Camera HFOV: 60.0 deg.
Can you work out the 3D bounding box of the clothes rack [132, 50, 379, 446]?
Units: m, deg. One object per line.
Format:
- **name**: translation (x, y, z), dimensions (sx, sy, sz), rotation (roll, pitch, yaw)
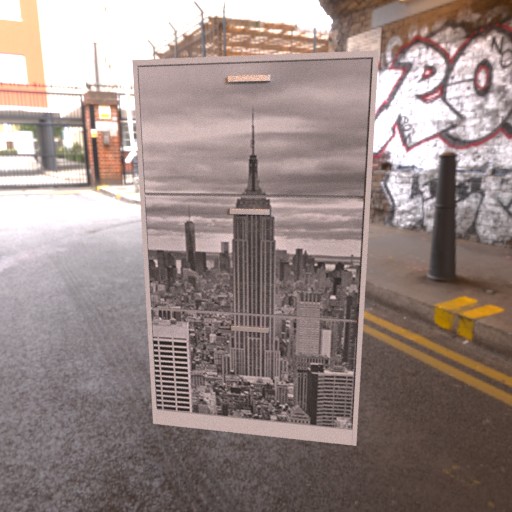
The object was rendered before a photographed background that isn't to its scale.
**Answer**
- **clothes rack**: translation (0.000, 0.000, 1.574), dimensions (0.750, 1.280, 0.250), rotation (2, 13, 10)
